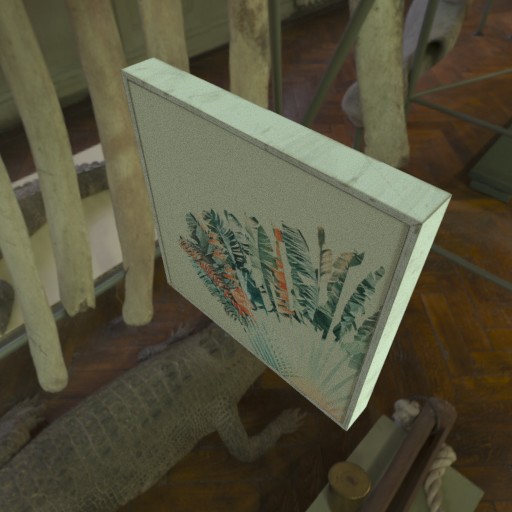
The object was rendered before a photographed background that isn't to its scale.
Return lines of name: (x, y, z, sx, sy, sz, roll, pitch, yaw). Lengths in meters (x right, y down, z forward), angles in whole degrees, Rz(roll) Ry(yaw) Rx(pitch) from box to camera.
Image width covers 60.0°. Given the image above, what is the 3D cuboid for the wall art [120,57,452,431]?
wall art: (0.000, 0.000, 0.452, 0.305, 0.303, 0.038, 34, 55, 28)
